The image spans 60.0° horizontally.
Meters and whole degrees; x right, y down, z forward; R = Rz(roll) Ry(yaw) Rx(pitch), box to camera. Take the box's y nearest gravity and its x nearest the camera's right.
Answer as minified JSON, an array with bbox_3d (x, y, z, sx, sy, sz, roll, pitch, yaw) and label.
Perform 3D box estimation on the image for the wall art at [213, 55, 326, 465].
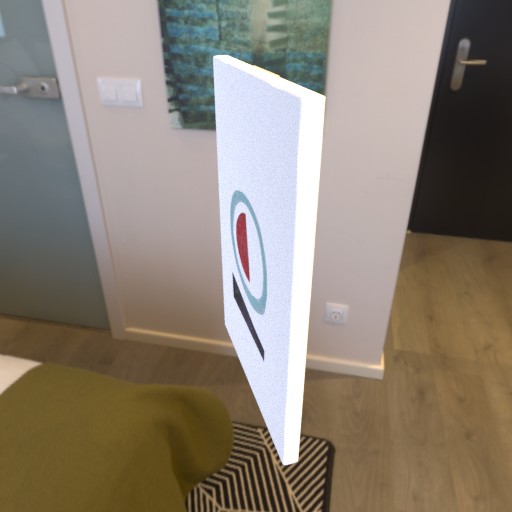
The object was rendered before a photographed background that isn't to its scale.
[{"bbox_3d":[0.000,0.000,1.158,0.048,0.902,0.602,-9,31,-15],"label":"wall art"}]
